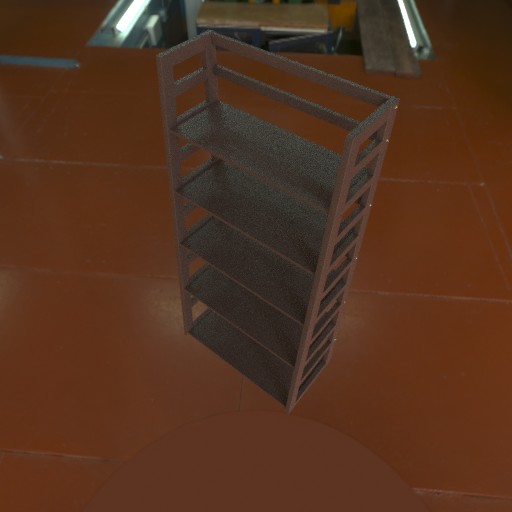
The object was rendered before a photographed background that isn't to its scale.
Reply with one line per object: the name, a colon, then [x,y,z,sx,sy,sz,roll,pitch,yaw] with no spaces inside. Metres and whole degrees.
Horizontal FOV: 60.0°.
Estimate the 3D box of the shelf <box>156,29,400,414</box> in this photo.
shelf: [0.000,0.000,1.955,0.763,1.600,0.403,32,56,24]
